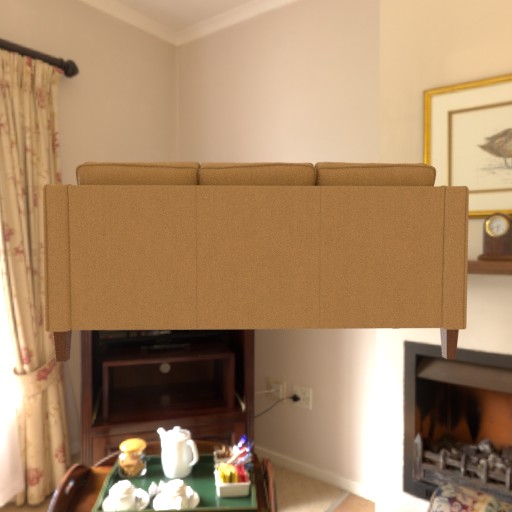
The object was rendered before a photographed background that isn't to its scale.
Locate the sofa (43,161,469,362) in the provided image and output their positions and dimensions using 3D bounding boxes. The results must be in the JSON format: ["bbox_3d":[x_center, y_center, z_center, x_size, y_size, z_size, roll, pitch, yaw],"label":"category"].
[{"bbox_3d":[0.000,0.000,2.516,1.986,0.974,0.911,0,1,-2],"label":"sofa"}]
